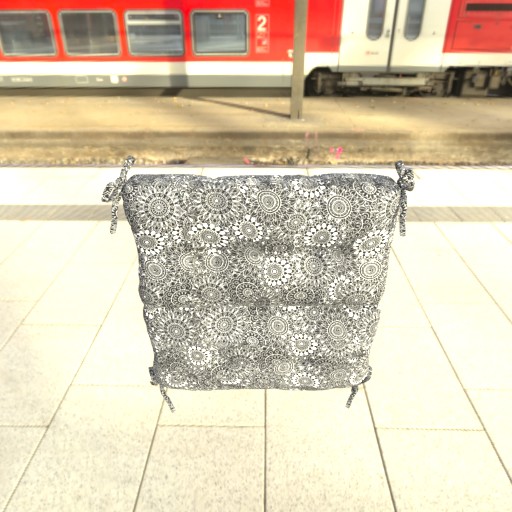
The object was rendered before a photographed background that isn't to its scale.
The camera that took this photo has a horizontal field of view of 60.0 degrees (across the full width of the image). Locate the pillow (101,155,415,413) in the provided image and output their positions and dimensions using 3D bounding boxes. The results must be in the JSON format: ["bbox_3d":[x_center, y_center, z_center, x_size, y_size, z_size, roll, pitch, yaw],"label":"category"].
[{"bbox_3d":[0.000,0.000,1.044,0.519,0.605,0.571,0,30,-1],"label":"pillow"}]
